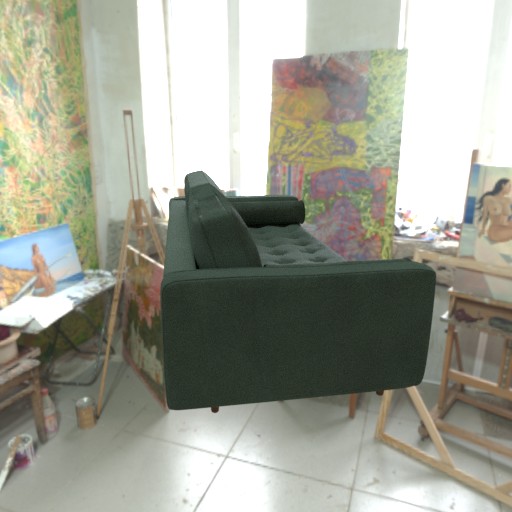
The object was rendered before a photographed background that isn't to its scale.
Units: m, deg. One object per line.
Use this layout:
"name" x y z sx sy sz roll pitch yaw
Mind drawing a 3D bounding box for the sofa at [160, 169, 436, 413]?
"sofa" 0.000 0.000 2.307 0.916 0.772 1.880 -3 16 -9
